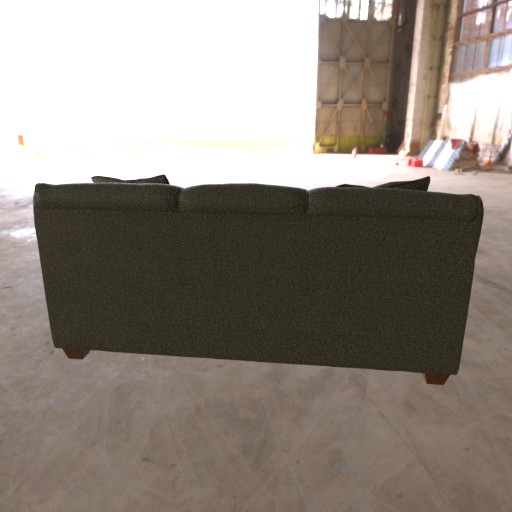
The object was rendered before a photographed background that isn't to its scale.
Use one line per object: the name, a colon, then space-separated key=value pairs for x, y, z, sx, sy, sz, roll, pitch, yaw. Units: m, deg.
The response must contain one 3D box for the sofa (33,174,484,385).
sofa: x=0.000 y=0.000 z=2.506 sx=2.024 sy=0.958 sz=0.997 roll=2 pitch=17 yaw=7
